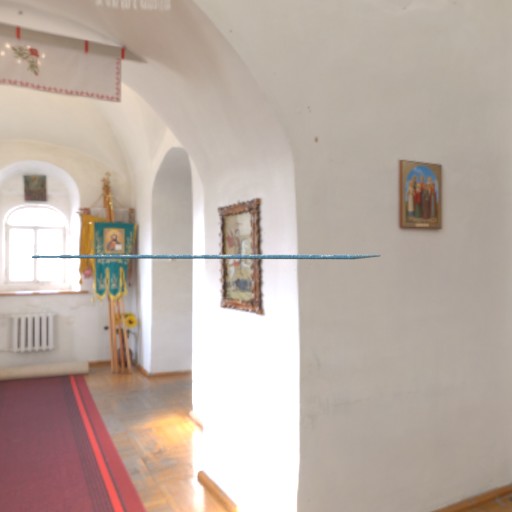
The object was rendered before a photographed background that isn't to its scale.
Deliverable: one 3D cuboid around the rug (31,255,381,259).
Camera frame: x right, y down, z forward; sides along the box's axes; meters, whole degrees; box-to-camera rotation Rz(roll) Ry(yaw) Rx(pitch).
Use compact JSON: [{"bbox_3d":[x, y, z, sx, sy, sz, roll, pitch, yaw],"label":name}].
[{"bbox_3d":[0.000,0.000,3.554,1.816,0.018,2.746,0,0,18],"label":"rug"}]
